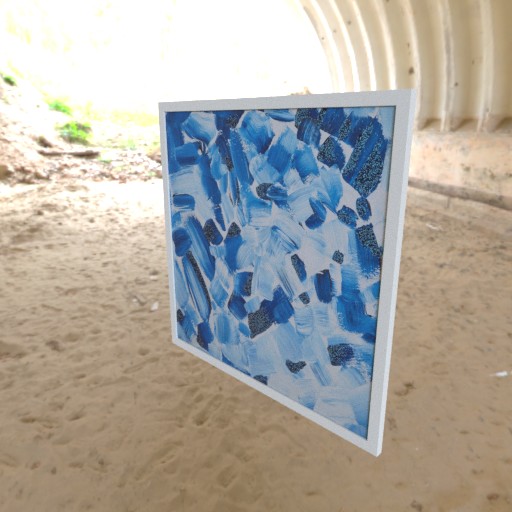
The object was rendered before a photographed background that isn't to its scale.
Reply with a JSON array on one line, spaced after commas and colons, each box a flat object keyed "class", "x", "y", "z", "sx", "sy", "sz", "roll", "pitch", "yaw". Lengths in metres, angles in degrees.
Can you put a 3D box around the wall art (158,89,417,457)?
[{"class": "wall art", "x": 0.000, "y": 0.000, "z": 0.677, "sx": 0.457, "sy": 0.457, "sz": 0.012, "roll": 16, "pitch": 23, "yaw": 42}]
